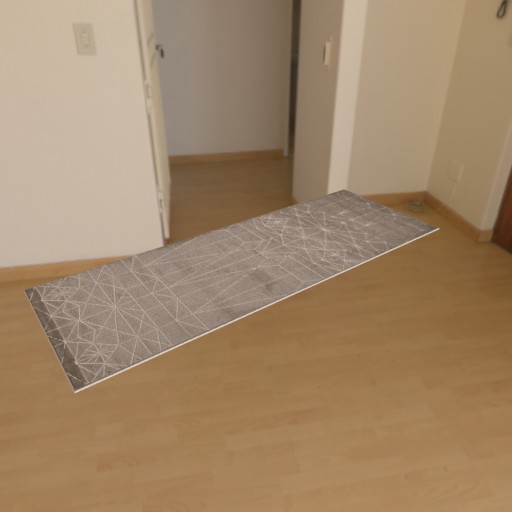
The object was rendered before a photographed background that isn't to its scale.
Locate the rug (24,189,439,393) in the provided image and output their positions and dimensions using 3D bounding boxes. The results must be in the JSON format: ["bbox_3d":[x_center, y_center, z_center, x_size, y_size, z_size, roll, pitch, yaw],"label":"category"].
[{"bbox_3d":[0.000,0.000,2.633,2.388,0.012,0.864,-20,36,-31],"label":"rug"}]
